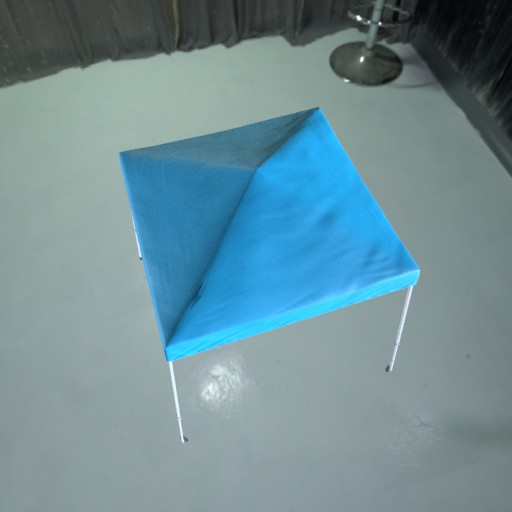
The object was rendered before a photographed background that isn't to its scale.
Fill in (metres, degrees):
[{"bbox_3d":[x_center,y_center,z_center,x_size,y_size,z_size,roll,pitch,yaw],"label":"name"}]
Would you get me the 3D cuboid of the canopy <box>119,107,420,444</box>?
[{"bbox_3d":[0.000,0.000,5.152,2.849,2.849,2.848,-16,59,-10],"label":"canopy"}]
